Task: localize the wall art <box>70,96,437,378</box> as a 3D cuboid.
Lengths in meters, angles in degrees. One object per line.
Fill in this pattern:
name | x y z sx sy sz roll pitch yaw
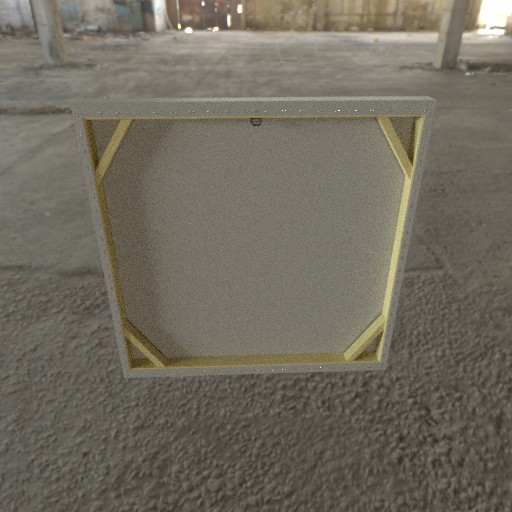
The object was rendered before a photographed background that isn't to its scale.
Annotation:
wall art | 0.000 0.000 0.902 0.610 0.610 0.038 -1 29 -2
